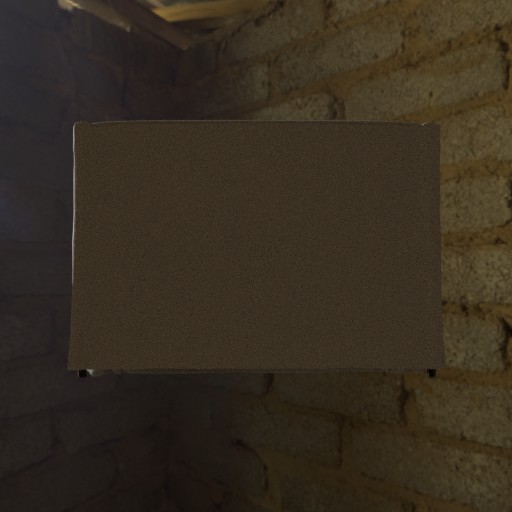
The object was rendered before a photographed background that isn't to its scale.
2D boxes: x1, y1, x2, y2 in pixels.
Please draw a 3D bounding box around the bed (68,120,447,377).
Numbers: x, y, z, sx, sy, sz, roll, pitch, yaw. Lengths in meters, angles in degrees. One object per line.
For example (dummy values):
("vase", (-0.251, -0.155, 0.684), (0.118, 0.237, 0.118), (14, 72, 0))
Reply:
("bed", (0.000, 0.000, 3.382), (1.925, 1.332, 2.276), (0, -2, 0))
